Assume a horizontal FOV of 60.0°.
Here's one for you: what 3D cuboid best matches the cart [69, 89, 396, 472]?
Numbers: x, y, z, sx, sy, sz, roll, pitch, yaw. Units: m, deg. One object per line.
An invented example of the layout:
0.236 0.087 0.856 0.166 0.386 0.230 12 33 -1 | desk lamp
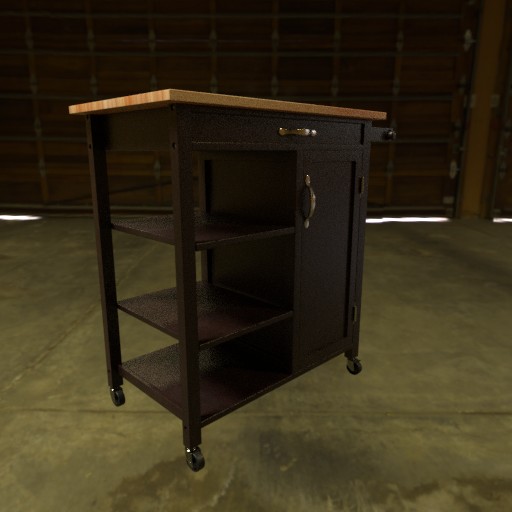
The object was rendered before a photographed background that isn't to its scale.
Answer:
0.000 0.000 1.409 0.914 0.878 0.472 -13 18 -43 | cart
